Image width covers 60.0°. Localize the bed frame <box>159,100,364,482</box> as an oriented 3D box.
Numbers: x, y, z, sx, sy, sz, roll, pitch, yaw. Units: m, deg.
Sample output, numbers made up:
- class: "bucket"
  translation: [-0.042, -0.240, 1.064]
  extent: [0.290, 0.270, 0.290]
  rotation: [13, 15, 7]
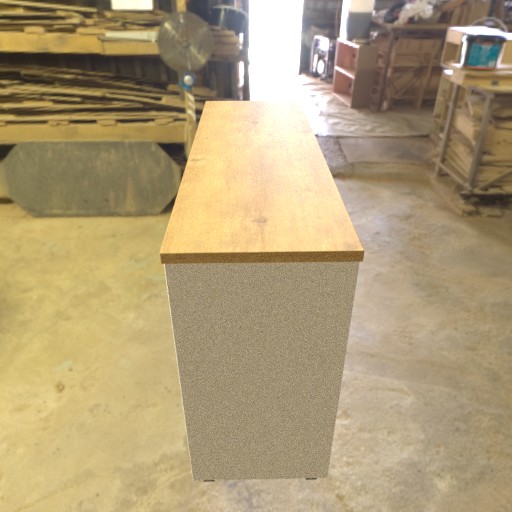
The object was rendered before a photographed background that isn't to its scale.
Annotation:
- class: "bed frame"
  translation: [0.000, 0.000, 1.702]
  extent: [0.430, 0.850, 1.300]
  rotation: [-1, 33, -1]
